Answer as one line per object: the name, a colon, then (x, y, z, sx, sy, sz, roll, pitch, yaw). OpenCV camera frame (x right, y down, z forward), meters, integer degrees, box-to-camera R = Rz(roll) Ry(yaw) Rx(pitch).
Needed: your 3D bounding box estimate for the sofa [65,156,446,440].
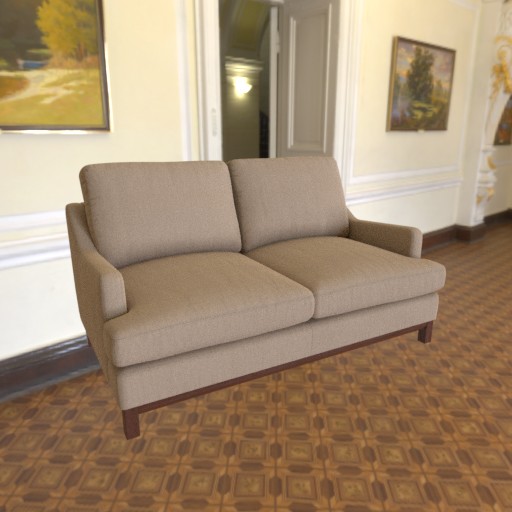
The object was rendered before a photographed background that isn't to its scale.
sofa: (0.000, 0.000, 2.190, 1.619, 0.910, 1.004, -9, 18, -28)
